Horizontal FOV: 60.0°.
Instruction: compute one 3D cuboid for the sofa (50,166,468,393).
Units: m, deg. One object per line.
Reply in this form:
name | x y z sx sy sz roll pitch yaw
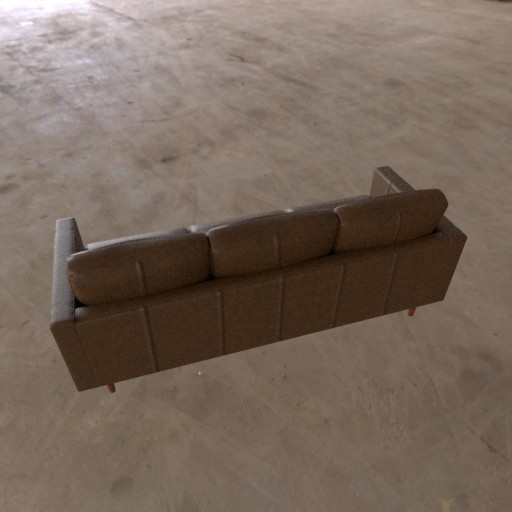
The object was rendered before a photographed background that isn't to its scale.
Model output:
sofa | 0.000 0.000 2.712 2.231 0.930 0.903 -11 41 -13
